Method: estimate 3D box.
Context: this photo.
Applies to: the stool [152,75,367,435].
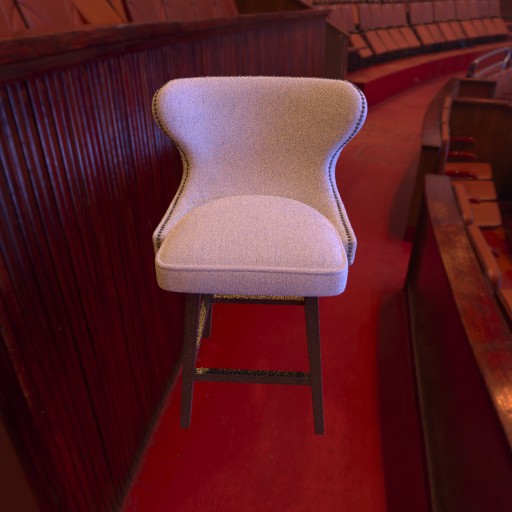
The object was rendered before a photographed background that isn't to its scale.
[{"bbox_3d":[0.000,0.000,1.372,0.615,0.972,0.597,2,30,3],"label":"stool"}]
